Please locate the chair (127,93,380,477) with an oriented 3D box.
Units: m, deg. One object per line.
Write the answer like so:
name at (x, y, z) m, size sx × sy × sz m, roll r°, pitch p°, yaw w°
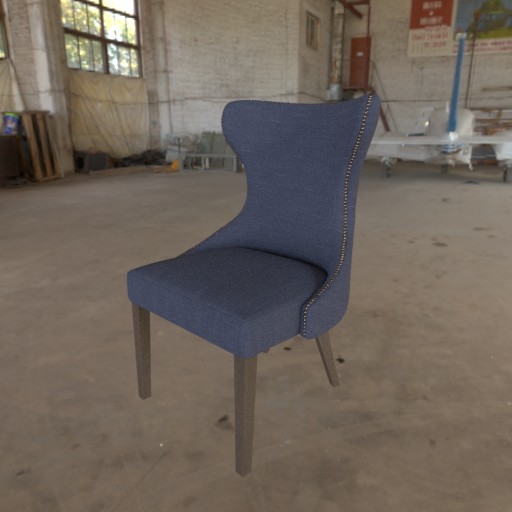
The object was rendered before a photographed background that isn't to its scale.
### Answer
chair at (0.000, 0.000, 1.399) m, size 0.628 × 0.967 × 0.635 m, roll 16°, pitch 22°, yaw 43°
